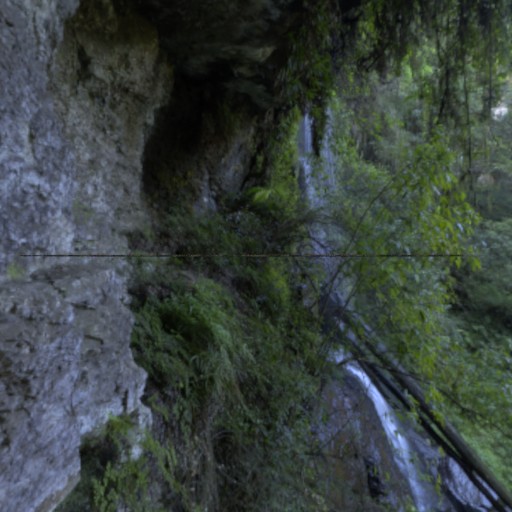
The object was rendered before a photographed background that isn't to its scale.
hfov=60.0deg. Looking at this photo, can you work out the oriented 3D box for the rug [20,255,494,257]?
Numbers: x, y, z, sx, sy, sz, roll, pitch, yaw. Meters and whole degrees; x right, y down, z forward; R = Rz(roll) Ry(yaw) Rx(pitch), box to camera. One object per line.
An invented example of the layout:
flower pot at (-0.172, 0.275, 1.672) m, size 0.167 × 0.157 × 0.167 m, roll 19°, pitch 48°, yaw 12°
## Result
rug at (0.000, 0.000, 2.993) m, size 2.438 × 0.011 × 1.524 m, roll 0°, pitch 0°, yaw 2°
